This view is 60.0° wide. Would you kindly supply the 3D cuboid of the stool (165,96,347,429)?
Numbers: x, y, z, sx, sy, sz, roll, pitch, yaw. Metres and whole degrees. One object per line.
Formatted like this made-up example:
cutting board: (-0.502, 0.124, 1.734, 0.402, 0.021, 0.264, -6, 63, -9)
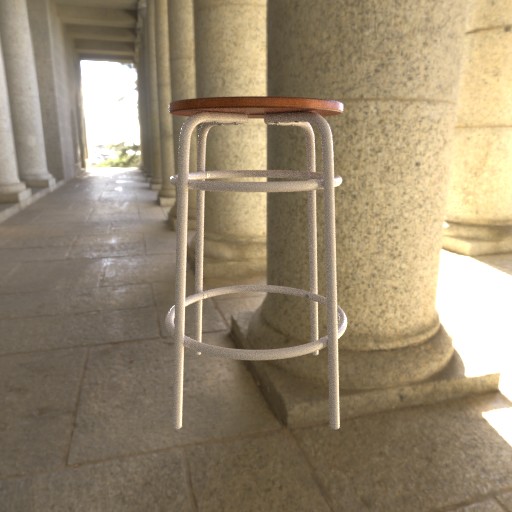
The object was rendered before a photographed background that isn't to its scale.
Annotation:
stool: (0.000, 0.000, 0.941, 0.455, 0.610, 0.455, -14, 20, -43)
